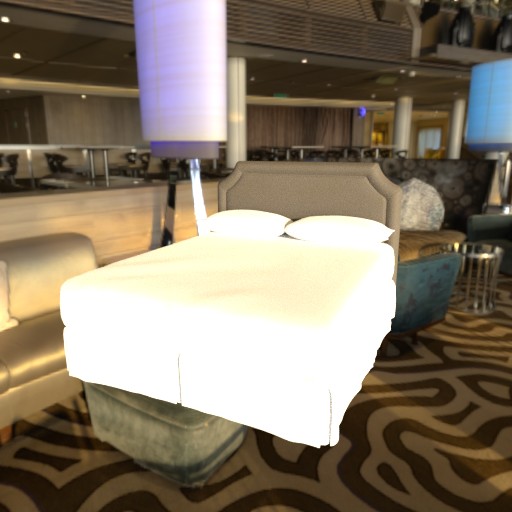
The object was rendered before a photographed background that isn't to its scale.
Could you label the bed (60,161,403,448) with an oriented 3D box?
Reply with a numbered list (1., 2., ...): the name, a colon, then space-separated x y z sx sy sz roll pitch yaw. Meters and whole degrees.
1. bed: 0.000 0.000 3.910 2.194 1.561 2.536 6 15 24
